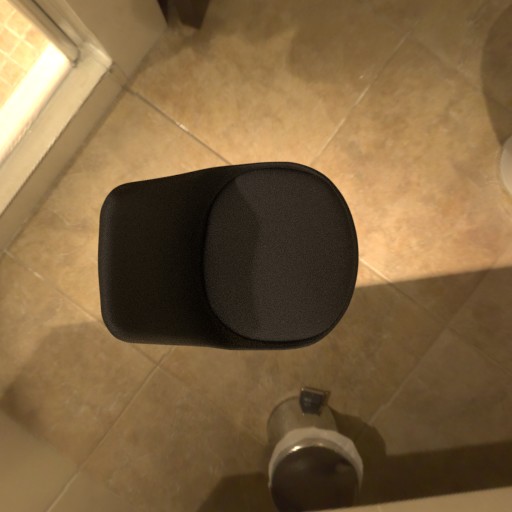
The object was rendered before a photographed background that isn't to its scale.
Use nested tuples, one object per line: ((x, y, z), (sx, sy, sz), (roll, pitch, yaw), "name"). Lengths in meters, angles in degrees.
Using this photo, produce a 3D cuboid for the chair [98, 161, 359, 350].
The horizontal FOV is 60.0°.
((0.000, 0.000, 1.197), (0.549, 0.850, 0.485), (0, 92, 1), "chair")
